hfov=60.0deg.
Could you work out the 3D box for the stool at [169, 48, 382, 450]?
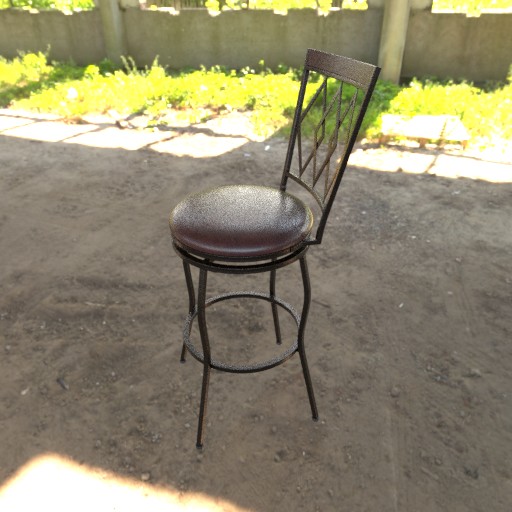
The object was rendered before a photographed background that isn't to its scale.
[{"bbox_3d":[0.000,0.000,1.385,0.521,1.134,0.432,-8,31,-13],"label":"stool"}]
